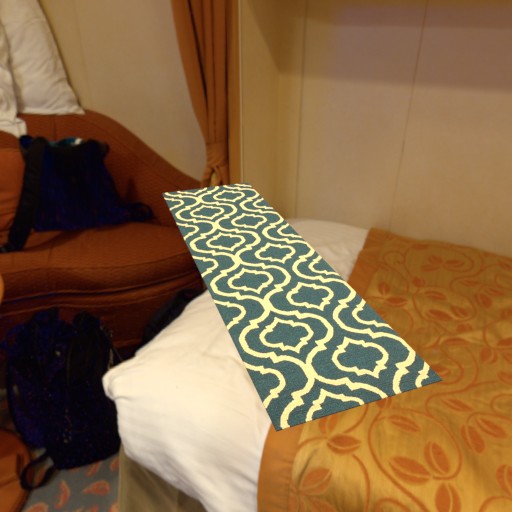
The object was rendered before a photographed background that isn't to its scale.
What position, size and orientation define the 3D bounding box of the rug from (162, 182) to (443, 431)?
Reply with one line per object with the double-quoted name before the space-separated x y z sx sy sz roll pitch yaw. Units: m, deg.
"rug" 0.000 0.000 2.531 0.685 0.006 2.296 -10 31 -17
